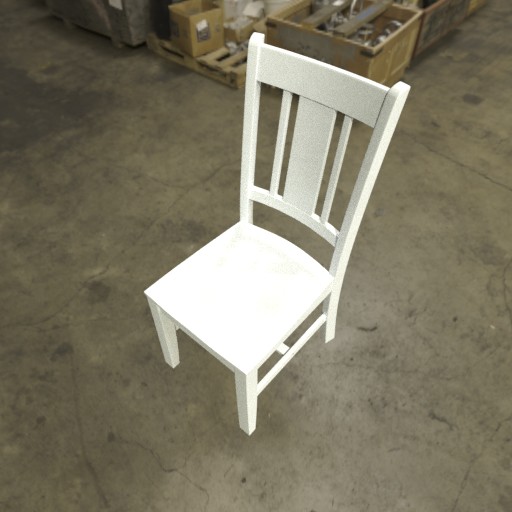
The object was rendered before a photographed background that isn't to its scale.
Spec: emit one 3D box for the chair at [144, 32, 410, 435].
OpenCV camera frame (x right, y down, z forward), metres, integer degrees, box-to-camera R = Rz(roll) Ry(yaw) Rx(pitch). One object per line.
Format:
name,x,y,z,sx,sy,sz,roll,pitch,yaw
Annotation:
chair,0.000,0.000,1.300,0.450,0.998,0.555,33,55,26
